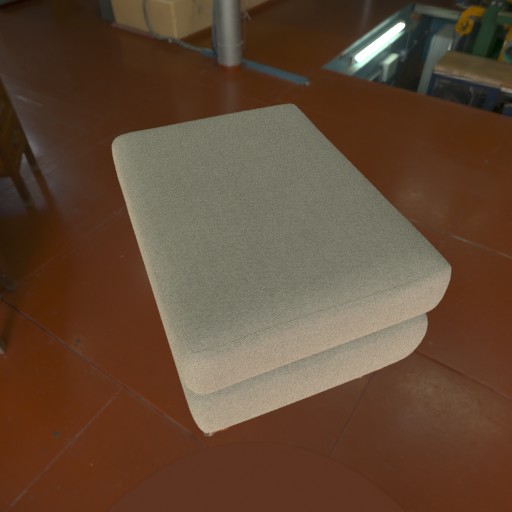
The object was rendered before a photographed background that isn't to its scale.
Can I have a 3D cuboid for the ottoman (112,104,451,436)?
[{"bbox_3d":[0.000,0.000,1.177,0.569,0.504,0.773,-16,48,-15],"label":"ottoman"}]
